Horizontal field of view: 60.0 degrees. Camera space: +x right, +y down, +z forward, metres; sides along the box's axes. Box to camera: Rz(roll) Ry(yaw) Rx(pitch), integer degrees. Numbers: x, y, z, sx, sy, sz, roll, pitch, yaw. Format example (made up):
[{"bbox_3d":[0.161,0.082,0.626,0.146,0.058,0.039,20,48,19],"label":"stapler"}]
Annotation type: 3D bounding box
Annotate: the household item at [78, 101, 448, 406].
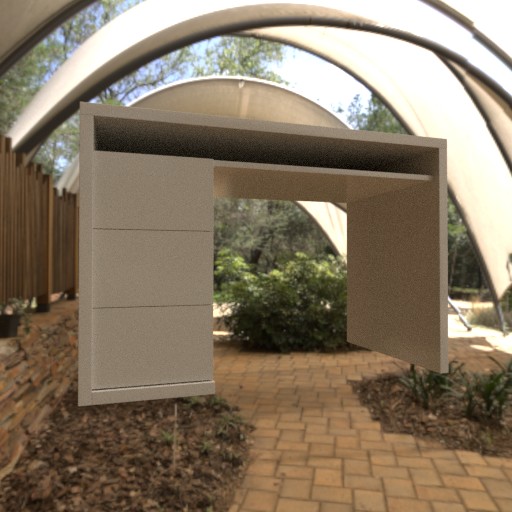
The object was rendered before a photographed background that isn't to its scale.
[{"bbox_3d":[0.000,0.000,1.537,1.100,0.749,0.597,0,-1,-17],"label":"household item"}]
